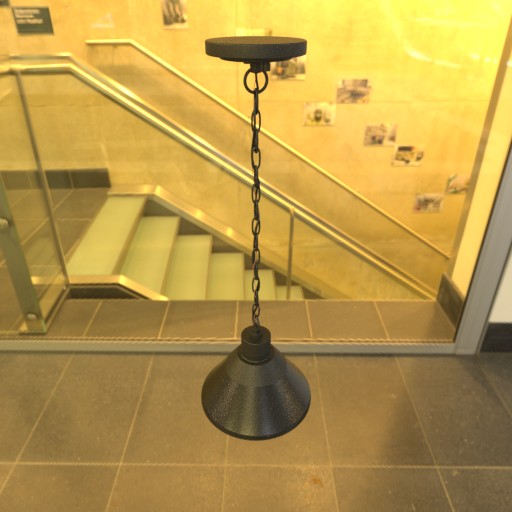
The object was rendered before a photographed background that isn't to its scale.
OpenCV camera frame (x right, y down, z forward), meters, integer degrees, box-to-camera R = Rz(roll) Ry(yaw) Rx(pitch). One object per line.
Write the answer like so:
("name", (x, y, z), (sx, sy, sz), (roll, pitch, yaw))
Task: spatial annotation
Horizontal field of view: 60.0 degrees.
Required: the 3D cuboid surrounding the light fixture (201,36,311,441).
("light fixture", (0.000, 0.000, 0.669), (0.201, 0.588, 0.201), (-10, 32, -16))
